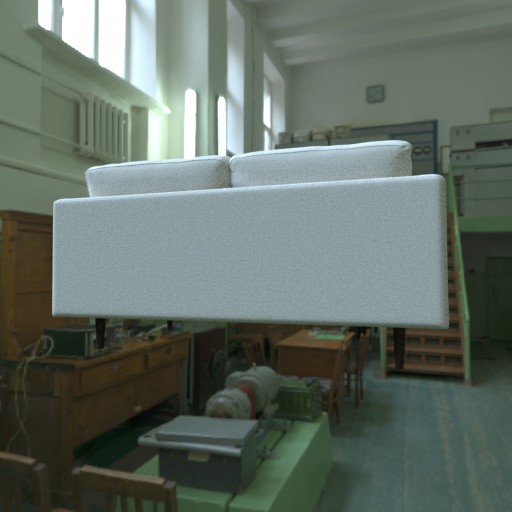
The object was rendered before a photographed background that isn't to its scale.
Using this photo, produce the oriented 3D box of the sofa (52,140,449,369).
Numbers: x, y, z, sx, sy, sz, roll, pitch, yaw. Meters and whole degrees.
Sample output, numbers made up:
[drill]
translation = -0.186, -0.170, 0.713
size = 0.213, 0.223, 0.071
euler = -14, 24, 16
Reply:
[sofa]
translation = 0.000, 0.000, 2.243
size = 1.713, 0.893, 0.940
euler = 0, -1, 18
